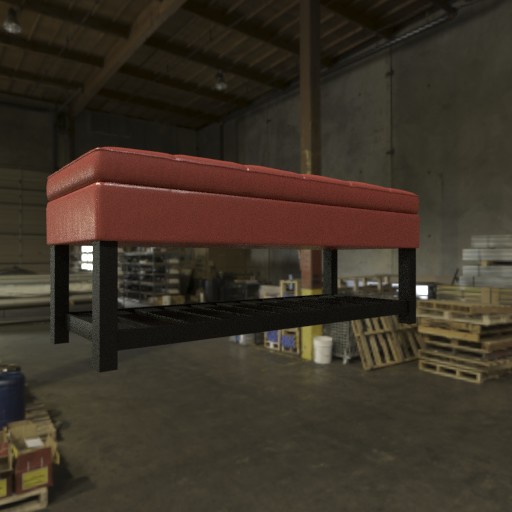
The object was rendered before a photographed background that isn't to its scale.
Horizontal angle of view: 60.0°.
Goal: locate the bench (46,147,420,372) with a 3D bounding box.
[{"bbox_3d":[0.000,0.000,1.353,1.105,0.460,0.432,0,0,-37],"label":"bench"}]
